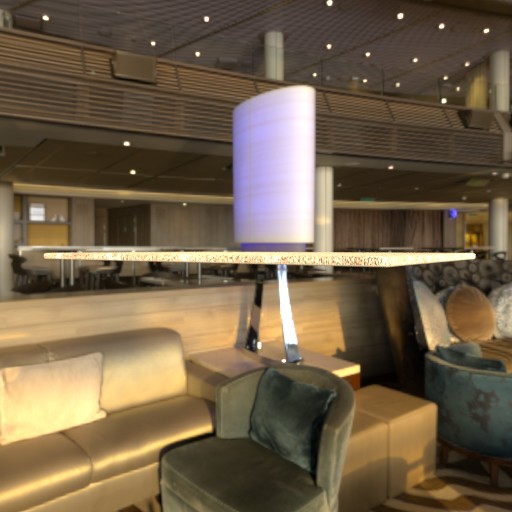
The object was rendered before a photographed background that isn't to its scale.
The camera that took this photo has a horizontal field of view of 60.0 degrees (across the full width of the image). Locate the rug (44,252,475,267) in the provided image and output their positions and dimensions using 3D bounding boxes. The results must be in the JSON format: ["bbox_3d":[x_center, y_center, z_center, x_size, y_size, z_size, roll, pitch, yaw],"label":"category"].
[{"bbox_3d":[0.000,0.000,2.203,1.778,0.030,1.219,1,1,36],"label":"rug"}]
